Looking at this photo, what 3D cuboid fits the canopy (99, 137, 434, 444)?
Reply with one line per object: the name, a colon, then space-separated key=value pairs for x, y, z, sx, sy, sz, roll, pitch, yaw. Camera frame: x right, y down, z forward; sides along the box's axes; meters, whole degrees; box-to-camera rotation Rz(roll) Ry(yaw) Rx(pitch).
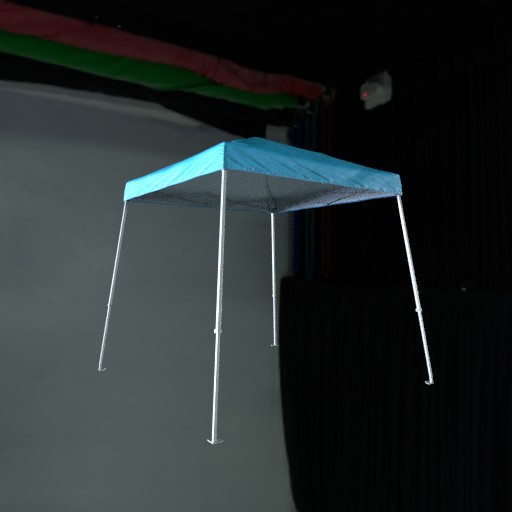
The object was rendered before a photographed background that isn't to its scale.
canopy: x=0.000 y=0.000 z=5.290 sx=2.849 sy=2.849 sz=2.848 roll=1 pitch=-1 yaw=-36
